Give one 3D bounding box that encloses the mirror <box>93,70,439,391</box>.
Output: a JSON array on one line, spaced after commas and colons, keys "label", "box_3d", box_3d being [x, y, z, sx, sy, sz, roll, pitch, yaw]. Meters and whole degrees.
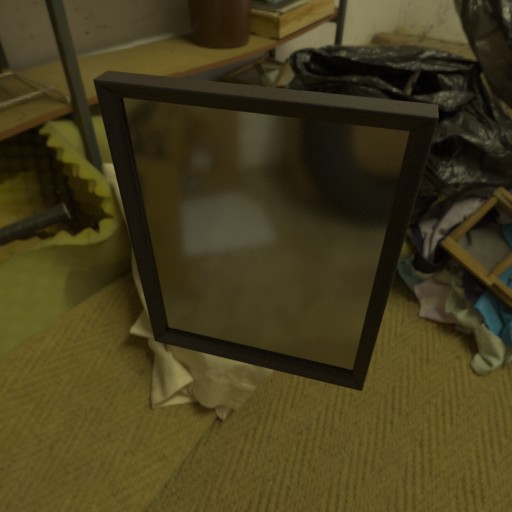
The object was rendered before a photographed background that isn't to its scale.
[{"label": "mirror", "box_3d": [0.000, 0.000, 0.682, 0.406, 0.509, 0.041, 11, 42, 12]}]
